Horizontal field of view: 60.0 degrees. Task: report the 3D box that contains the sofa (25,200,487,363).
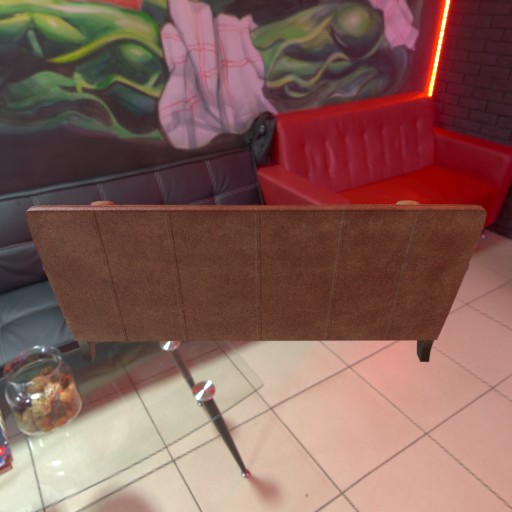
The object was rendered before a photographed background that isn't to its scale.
[{"bbox_3d":[0.000,0.000,2.513,2.053,0.947,0.805,0,31,0],"label":"sofa"}]
